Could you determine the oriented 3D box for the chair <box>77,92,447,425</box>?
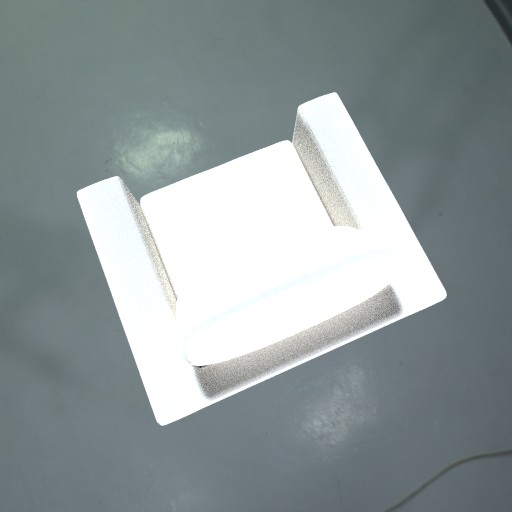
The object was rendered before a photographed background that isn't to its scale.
[{"bbox_3d":[0.000,0.000,1.843,1.150,0.878,0.957,-23,76,-6],"label":"chair"}]
